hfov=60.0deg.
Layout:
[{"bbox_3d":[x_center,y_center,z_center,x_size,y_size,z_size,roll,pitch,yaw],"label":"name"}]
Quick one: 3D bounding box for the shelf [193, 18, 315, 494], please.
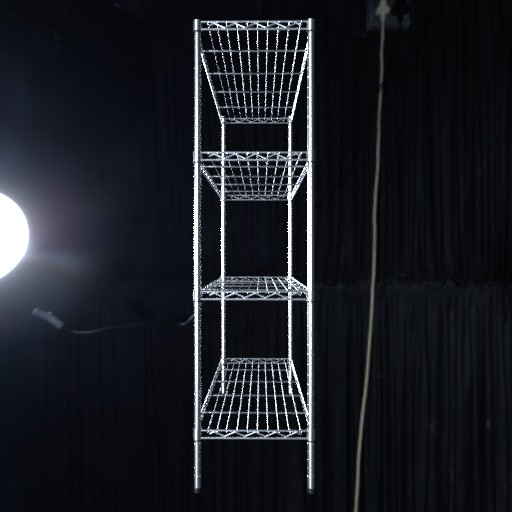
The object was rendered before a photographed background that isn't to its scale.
[{"bbox_3d":[0.000,0.000,1.719,0.352,1.360,0.907,0,0,1],"label":"shelf"}]
